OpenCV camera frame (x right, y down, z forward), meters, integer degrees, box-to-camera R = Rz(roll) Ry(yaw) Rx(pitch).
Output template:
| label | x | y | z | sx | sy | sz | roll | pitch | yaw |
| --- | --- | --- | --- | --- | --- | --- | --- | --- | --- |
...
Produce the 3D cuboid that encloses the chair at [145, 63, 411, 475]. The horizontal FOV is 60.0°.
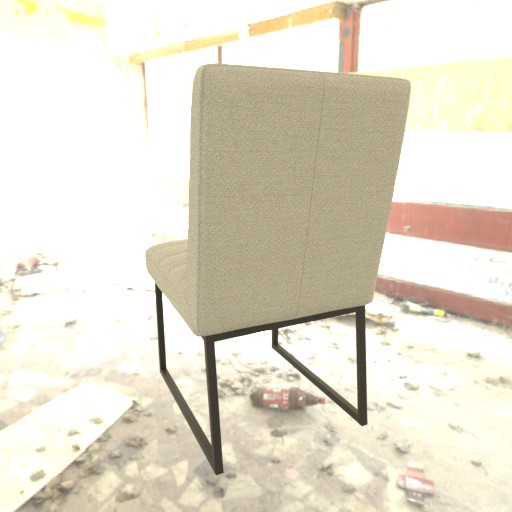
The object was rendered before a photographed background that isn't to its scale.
| label | x | y | z | sx | sy | sz | roll | pitch | yaw |
| --- | --- | --- | --- | --- | --- | --- | --- | --- | --- |
| chair | 0.000 | 0.000 | 1.279 | 0.520 | 0.930 | 0.634 | -7 | 16 | -25 |
